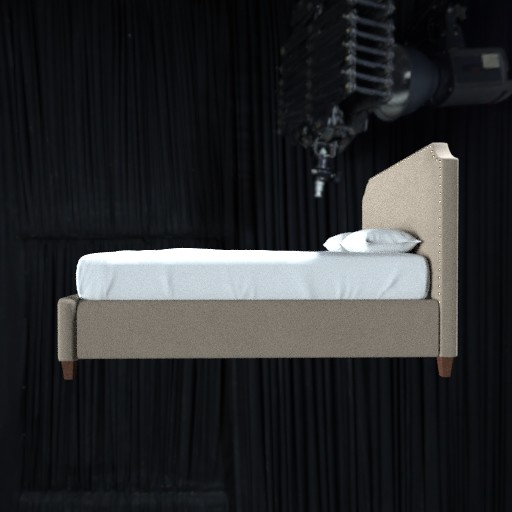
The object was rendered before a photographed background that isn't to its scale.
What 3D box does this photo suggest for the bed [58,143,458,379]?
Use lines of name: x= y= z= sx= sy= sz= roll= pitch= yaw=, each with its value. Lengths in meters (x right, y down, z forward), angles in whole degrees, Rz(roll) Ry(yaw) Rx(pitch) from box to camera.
bed: x=0.000 y=0.000 z=3.408 sx=2.329 sy=1.415 sz=1.703 roll=0 pitch=1 yaw=-1
